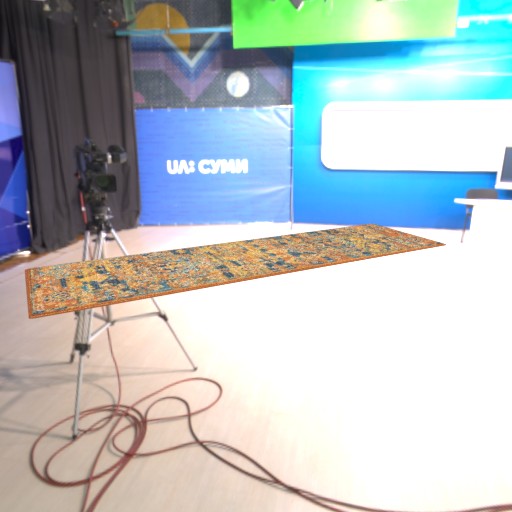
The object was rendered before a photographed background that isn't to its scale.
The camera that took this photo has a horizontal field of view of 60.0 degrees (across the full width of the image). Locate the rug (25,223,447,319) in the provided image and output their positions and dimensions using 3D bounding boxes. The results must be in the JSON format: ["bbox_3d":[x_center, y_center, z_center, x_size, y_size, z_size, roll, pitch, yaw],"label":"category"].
[{"bbox_3d":[0.000,0.000,2.449,2.274,0.016,0.651,-9,19,-27],"label":"rug"}]
